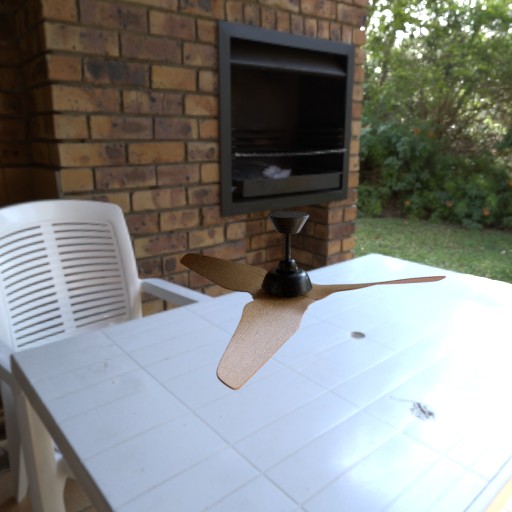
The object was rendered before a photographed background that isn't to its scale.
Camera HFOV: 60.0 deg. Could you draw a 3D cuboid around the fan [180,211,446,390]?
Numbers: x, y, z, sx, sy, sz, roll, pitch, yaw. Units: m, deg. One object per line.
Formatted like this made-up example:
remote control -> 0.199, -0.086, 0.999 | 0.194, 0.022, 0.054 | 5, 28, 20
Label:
fan -> 0.000, 0.000, 1.686 | 1.142, 0.355, 1.010 | -14, 21, -43
